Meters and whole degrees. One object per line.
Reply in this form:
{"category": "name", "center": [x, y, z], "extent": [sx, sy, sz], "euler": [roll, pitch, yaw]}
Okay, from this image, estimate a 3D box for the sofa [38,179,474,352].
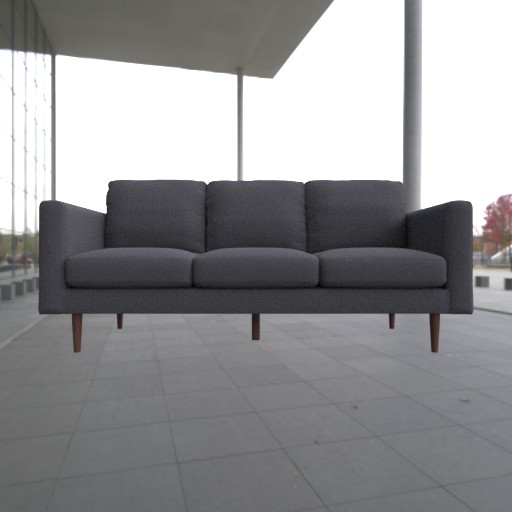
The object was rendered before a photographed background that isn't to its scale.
{"category": "sofa", "center": [0.000, 0.000, 2.417], "extent": [2.029, 0.912, 0.802], "euler": [0, 0, 0]}
